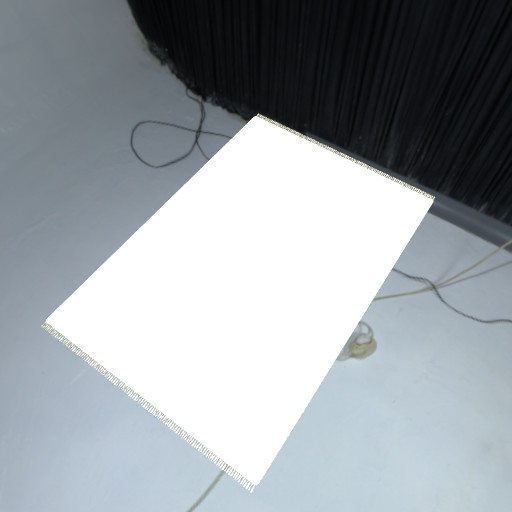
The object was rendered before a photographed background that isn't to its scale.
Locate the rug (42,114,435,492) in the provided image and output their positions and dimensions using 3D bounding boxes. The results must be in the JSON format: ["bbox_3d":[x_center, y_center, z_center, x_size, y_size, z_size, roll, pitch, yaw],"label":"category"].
[{"bbox_3d":[0.000,0.000,2.848,1.514,0.011,2.233,31,63,18],"label":"rug"}]
